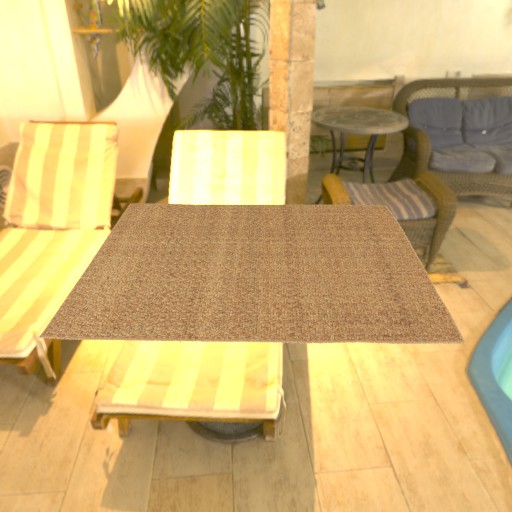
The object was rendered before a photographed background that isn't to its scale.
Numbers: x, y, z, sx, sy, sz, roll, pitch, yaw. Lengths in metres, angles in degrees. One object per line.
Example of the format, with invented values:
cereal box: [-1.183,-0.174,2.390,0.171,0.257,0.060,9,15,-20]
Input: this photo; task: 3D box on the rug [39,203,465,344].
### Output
rug: [0.000,0.000,4.170,3.048,0.013,2.439,1,30,1]
